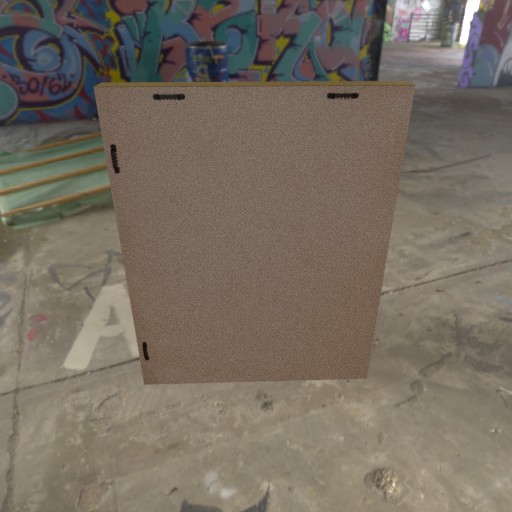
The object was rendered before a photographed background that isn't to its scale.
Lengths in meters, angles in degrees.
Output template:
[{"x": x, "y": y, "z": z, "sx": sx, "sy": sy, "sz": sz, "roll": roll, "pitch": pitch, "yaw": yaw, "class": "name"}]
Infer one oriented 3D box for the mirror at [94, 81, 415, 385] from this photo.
[{"x": 0.000, "y": 0.000, "z": 0.695, "sx": 0.405, "sy": 0.508, "sz": 0.041, "roll": -1, "pitch": 29, "yaw": -2, "class": "mirror"}]
